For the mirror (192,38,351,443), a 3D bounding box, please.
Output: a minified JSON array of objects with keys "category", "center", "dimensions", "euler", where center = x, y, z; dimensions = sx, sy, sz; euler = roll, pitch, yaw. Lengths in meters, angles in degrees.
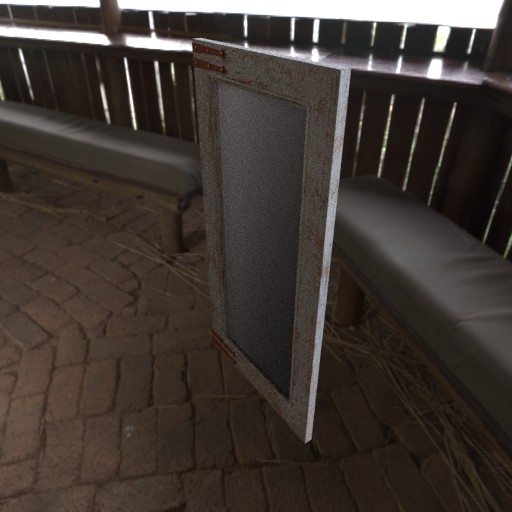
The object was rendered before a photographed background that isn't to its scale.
[{"category":"mirror","center":[0.000,0.000,1.088],"dimensions":[0.027,0.922,0.472],"euler":[-21,38,-29]}]
